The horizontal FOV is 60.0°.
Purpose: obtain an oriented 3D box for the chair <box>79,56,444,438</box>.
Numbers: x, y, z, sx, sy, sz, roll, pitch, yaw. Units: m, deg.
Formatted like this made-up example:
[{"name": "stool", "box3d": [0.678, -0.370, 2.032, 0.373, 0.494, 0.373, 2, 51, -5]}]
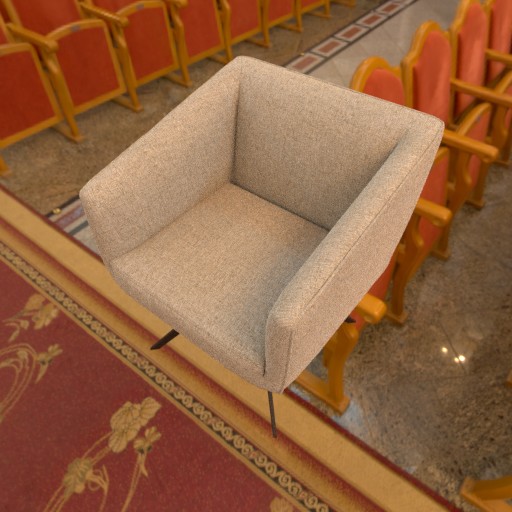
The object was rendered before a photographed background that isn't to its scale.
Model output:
[{"name": "chair", "box3d": [0.000, 0.000, 1.227, 0.628, 0.760, 0.623, 30, 53, 26]}]
